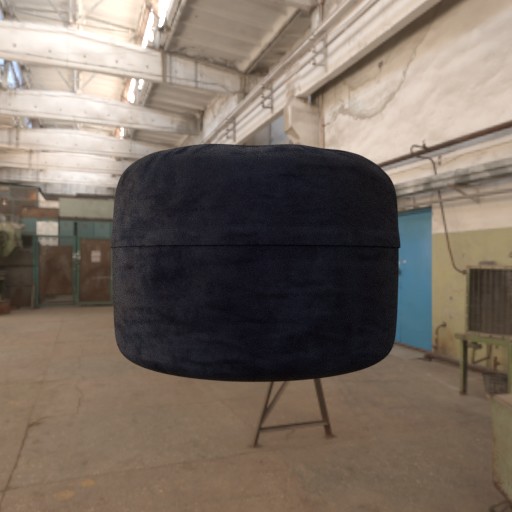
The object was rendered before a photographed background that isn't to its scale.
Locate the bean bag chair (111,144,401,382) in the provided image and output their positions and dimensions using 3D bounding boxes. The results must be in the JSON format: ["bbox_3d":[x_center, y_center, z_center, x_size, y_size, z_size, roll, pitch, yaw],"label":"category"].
[{"bbox_3d":[0.000,0.000,1.475,0.918,0.616,0.918,0,0,0],"label":"bean bag chair"}]
